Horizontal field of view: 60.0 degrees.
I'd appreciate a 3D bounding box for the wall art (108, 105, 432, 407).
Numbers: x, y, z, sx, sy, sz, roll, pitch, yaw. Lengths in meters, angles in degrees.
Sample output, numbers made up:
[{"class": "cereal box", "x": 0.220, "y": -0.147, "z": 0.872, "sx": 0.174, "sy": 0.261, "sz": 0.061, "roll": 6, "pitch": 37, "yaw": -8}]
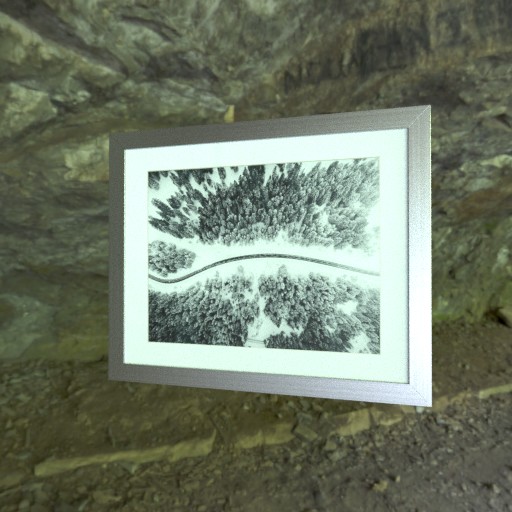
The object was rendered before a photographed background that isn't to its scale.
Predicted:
[{"class": "wall art", "x": 0.000, "y": 0.000, "z": 0.759, "sx": 0.557, "sy": 0.456, "sz": 0.032, "roll": 0, "pitch": -1, "yaw": 16}]
